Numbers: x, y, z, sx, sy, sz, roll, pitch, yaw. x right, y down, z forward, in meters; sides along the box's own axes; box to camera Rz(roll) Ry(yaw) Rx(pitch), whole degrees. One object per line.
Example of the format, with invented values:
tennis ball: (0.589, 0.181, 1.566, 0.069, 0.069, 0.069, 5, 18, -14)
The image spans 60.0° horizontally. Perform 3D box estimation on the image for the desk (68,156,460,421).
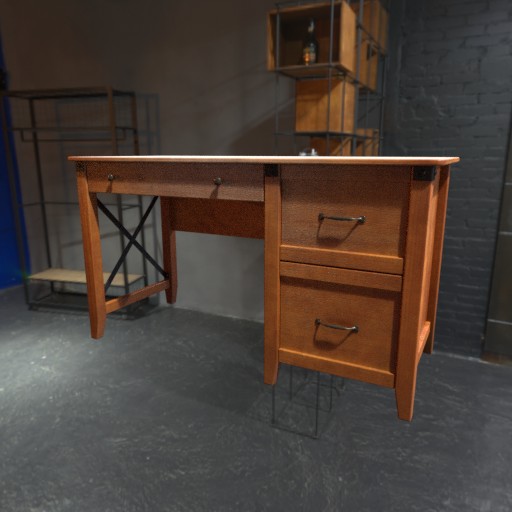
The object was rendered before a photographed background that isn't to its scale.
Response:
desk: (0.000, 0.000, 1.735, 1.353, 0.756, 0.574, 7, 15, 27)
